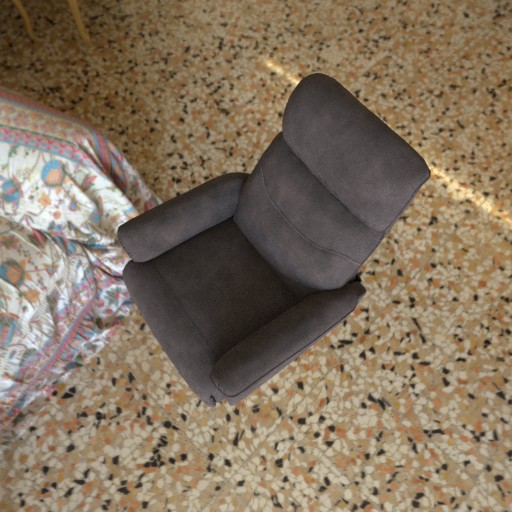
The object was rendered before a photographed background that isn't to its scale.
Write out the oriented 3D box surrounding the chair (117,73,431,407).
[{"bbox_3d":[0.000,0.000,1.795,1.009,1.035,0.830,-33,68,-15],"label":"chair"}]
